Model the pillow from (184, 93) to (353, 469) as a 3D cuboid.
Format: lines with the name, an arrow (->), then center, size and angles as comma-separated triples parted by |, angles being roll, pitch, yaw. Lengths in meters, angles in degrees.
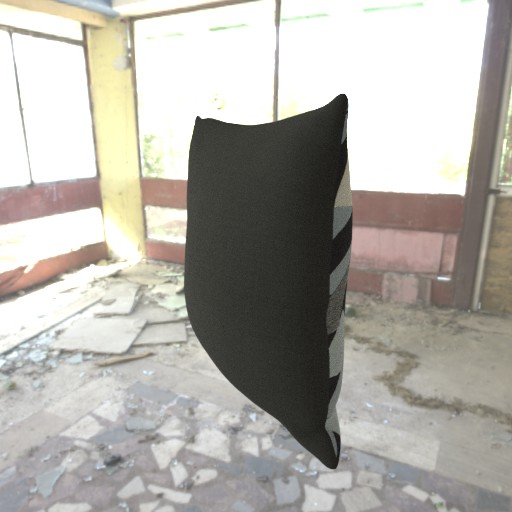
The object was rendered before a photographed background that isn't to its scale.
pillow -> 0.000, 0.000, 0.765 | 0.208, 0.496, 0.503 | -8, 17, -26
